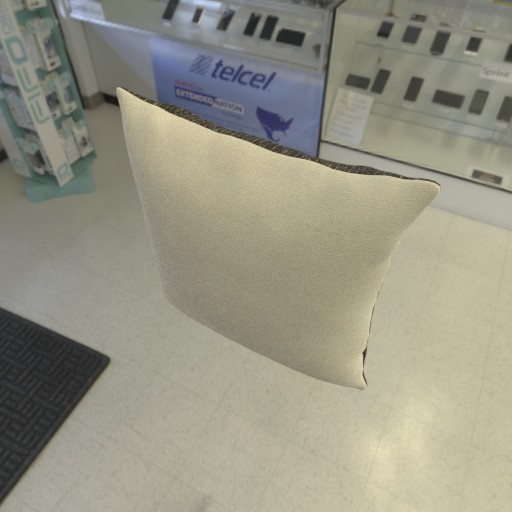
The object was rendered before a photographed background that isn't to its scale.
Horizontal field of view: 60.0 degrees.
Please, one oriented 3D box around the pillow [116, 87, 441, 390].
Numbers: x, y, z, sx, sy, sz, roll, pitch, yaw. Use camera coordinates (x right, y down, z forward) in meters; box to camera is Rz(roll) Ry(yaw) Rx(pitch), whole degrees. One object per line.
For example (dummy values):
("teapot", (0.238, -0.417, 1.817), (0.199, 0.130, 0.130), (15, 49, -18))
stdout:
("pillow", (0.000, 0.000, 0.673), (0.433, 0.434, 0.196), (23, 50, 20))
